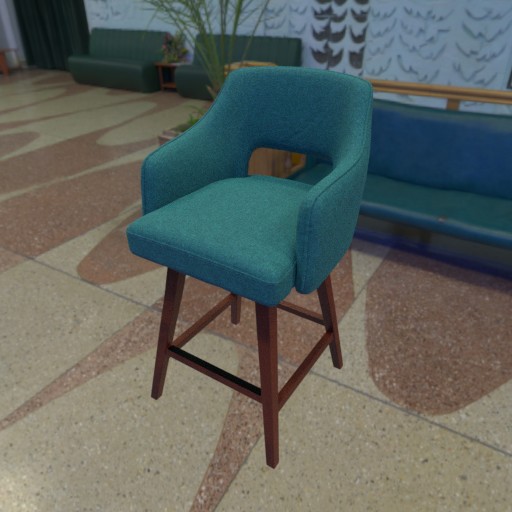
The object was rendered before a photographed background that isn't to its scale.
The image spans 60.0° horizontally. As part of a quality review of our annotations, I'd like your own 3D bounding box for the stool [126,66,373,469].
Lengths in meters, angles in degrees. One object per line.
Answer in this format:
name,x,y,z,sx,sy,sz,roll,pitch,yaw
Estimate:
stool,0.000,0.000,1.293,0.548,0.961,0.556,18,35,28
